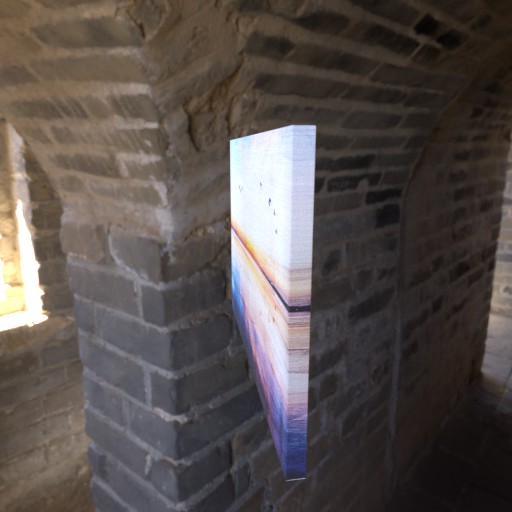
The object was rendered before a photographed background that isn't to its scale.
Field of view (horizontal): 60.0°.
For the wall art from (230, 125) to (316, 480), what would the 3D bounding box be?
[{"bbox_3d":[0.000,0.000,1.155,0.037,0.605,0.911,-2,13,-9],"label":"wall art"}]
